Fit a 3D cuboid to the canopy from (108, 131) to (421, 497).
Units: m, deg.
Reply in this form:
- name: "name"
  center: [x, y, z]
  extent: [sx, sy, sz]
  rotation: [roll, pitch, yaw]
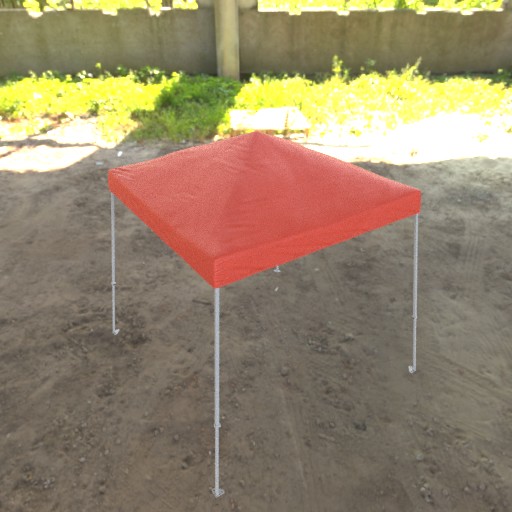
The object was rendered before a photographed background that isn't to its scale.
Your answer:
- name: "canopy"
  center: [0.000, 0.000, 5.079]
  extent: [2.849, 2.850, 2.850]
  rotation: [-19, 36, -29]
